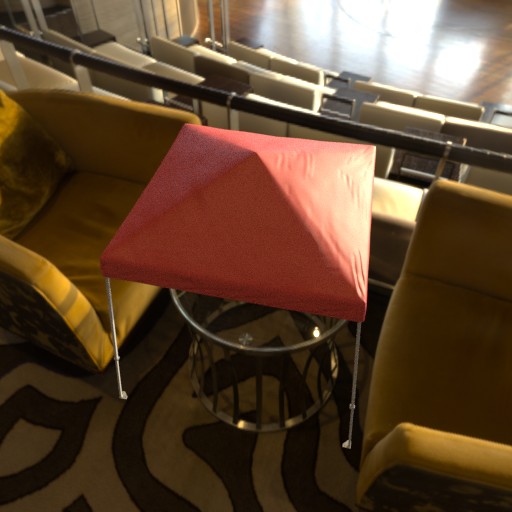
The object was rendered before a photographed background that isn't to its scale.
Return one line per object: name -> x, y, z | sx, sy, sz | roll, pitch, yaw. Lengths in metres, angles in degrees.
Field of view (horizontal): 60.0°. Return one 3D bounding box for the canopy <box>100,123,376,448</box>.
canopy -> 0.000, 0.000, 6.590 | 3.599, 3.600, 3.600 | 9, 47, 9
